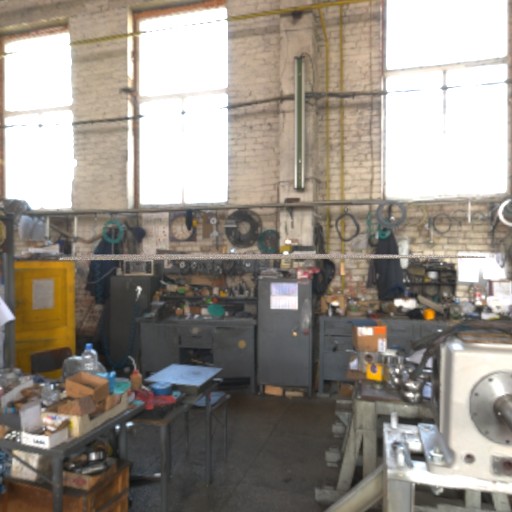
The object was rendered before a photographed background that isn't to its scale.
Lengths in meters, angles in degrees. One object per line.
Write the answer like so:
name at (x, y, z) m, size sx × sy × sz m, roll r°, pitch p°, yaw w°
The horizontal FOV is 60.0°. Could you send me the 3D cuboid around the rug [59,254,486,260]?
rug at (0.000, 0.000, 2.929) m, size 2.214 × 0.013 × 1.609 m, roll 0°, pitch 1°, yaw -17°
